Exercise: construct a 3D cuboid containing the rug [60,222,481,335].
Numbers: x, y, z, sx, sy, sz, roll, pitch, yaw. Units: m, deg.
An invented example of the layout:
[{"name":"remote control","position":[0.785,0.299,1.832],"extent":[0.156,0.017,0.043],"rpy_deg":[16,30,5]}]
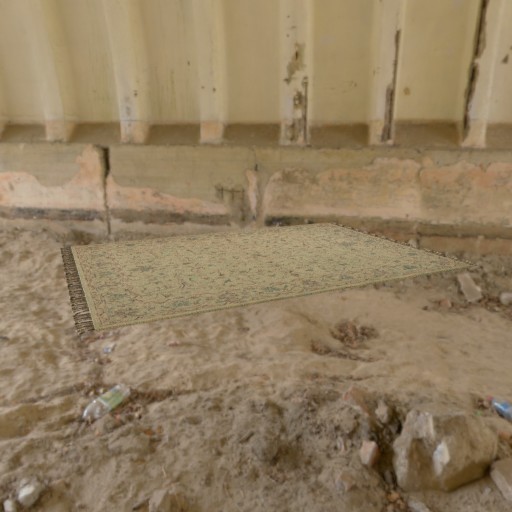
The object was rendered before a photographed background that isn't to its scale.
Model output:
[{"name":"rug","position":[0.000,0.000,2.269],"extent":[1.802,0.008,1.247],"rpy_deg":[-7,16,-24]}]
